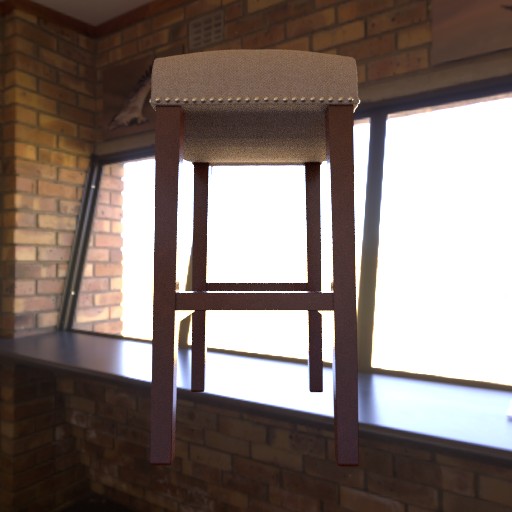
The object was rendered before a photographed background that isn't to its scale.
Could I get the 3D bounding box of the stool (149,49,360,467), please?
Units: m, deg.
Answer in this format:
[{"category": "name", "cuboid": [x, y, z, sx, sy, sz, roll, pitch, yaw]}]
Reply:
[{"category": "stool", "cuboid": [0.000, 0.000, 1.016, 0.372, 0.742, 0.504, 0, -1, 1]}]
